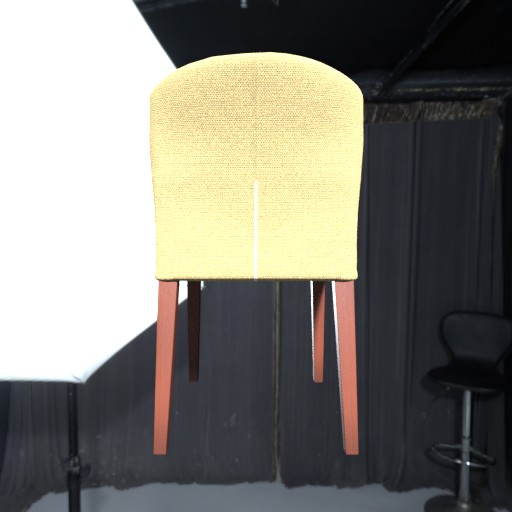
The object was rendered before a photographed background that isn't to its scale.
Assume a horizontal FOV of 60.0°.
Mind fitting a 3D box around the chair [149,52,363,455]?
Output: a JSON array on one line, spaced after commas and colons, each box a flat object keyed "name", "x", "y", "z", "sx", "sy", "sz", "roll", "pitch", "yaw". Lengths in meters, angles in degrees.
[{"name": "chair", "x": 0.000, "y": 0.000, "z": 1.184, "sx": 0.491, "sy": 0.839, "sz": 0.589, "roll": 0, "pitch": 2, "yaw": 0}]
